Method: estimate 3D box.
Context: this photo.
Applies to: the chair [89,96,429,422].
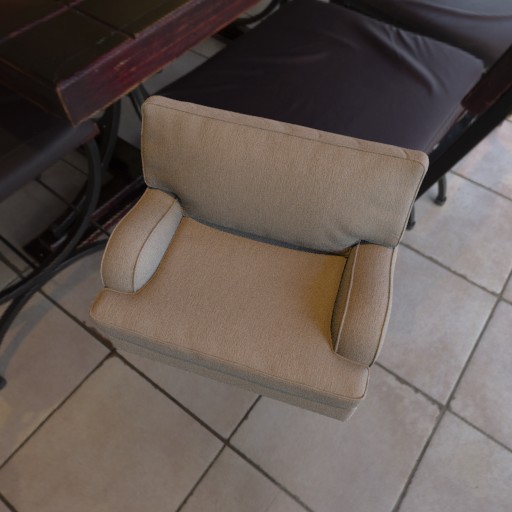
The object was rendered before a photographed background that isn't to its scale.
[{"bbox_3d":[0.000,0.000,2.028,1.220,1.016,1.041,15,58,10],"label":"chair"}]
